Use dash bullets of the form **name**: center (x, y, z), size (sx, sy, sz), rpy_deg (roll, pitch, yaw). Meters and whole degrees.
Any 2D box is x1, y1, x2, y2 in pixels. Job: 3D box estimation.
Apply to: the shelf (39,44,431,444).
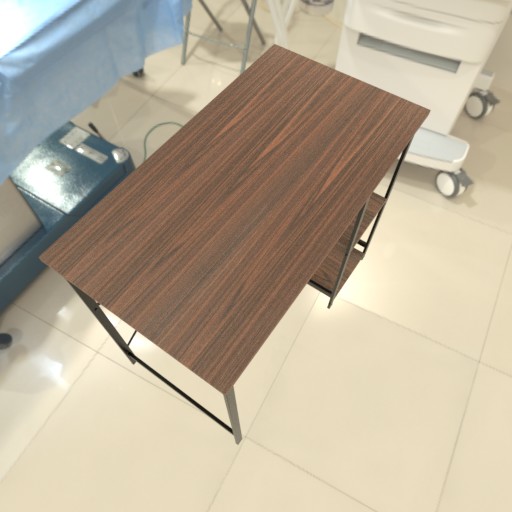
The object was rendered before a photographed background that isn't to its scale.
- **shelf**: center (0.000, 0.000, 1.379), size (0.498, 0.750, 0.902), rpy_deg (31, 64, 17)
